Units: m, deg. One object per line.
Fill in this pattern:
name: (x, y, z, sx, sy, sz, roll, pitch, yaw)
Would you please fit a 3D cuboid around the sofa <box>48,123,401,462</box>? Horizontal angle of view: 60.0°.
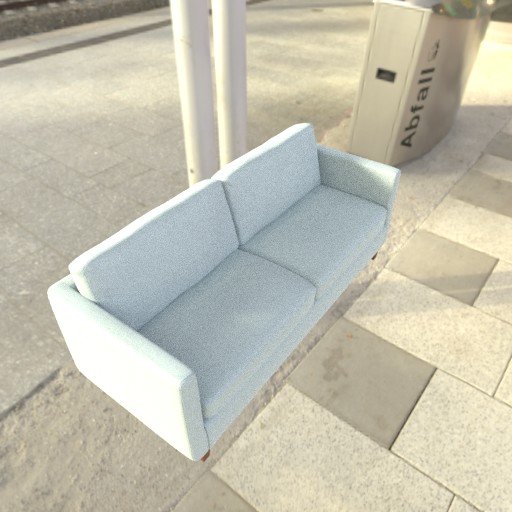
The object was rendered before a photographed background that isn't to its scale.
sofa: (0.000, 0.000, 2.775, 0.951, 0.965, 2.208, 25, 46, 27)
